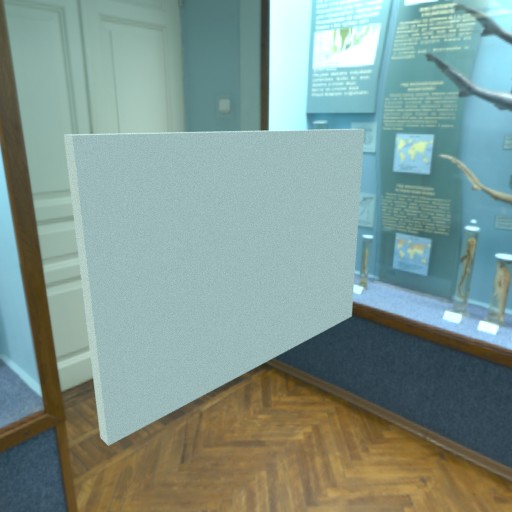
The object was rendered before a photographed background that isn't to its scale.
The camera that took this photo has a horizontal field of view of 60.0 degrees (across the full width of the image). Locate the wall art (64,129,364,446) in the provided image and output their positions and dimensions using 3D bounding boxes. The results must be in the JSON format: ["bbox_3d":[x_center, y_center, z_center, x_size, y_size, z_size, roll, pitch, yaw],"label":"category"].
[{"bbox_3d":[0.000,0.000,1.662,0.051,0.902,1.308,16,23,42],"label":"wall art"}]
